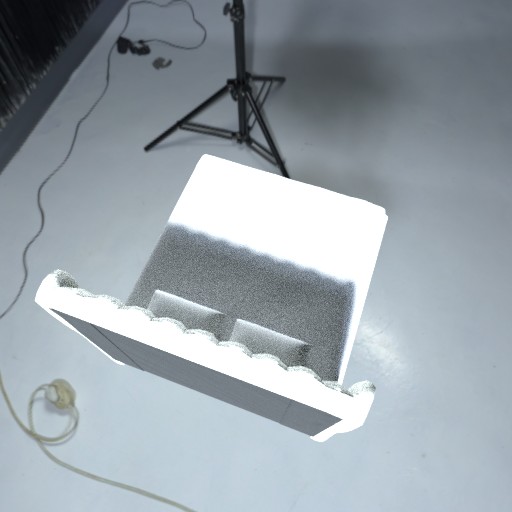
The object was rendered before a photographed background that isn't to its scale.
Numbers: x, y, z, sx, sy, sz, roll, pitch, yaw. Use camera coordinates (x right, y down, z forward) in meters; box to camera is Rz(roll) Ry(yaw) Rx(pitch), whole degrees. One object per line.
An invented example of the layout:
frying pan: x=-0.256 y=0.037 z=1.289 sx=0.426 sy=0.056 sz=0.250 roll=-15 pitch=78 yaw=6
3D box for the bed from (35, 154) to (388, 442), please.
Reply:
bed: x=0.000 y=0.000 z=3.879 sx=2.219 sy=1.771 sz=2.347 roll=18 pitch=66 yaw=9
